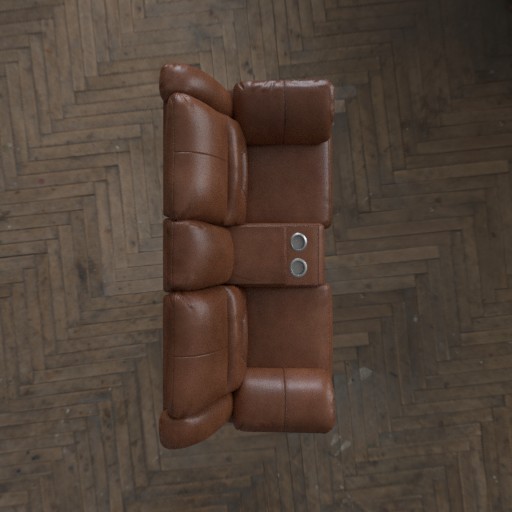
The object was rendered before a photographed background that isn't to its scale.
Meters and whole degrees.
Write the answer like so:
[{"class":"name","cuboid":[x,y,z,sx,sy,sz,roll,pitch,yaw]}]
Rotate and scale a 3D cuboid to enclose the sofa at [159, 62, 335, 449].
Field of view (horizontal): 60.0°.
[{"class":"sofa","cuboid":[0.000,0.000,2.650,0.991,1.043,2.058,0,90,0]}]
